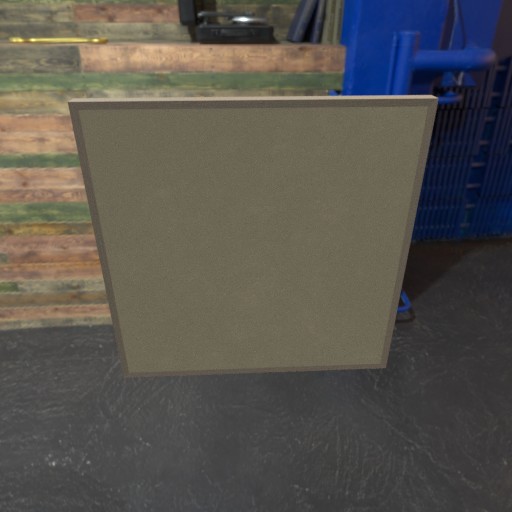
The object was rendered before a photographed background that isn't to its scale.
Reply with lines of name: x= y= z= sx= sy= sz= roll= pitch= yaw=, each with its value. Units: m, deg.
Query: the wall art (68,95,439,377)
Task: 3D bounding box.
wall art: x=0.000 y=0.000 z=1.114 sx=0.761 sy=0.758 sz=0.038 roll=-1 pitch=30 yaw=-2
